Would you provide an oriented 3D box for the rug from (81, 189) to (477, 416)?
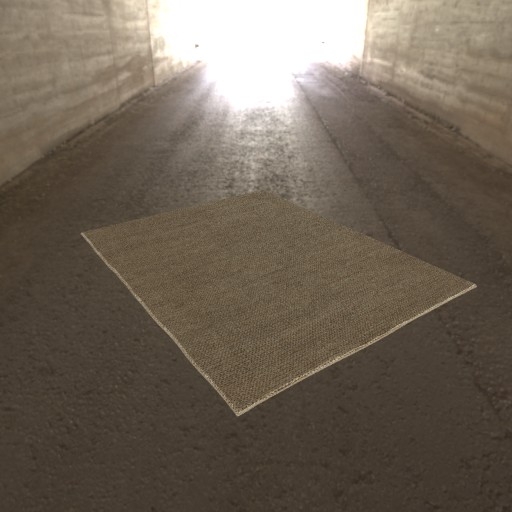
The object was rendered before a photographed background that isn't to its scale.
[{"bbox_3d":[0.000,0.000,4.223,2.429,0.030,3.052,-18,32,-31],"label":"rug"}]
